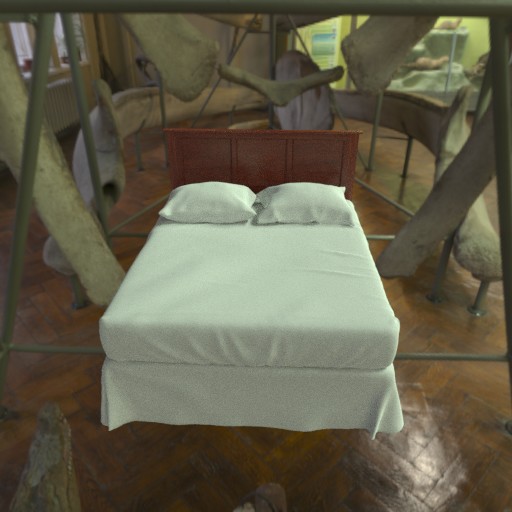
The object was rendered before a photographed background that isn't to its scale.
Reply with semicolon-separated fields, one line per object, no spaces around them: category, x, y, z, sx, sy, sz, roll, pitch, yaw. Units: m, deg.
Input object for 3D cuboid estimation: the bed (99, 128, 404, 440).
bed;0.000;0.000;3.125;1.870;1.270;2.050;1;30;2
